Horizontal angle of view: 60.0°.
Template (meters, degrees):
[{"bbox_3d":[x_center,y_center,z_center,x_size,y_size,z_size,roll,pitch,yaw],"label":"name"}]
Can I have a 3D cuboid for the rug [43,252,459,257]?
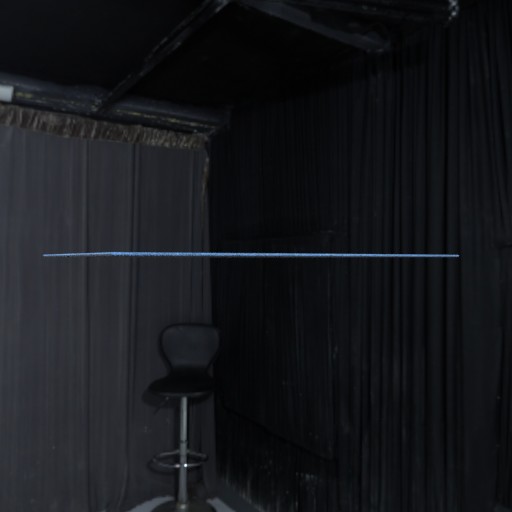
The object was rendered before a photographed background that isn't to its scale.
[{"bbox_3d":[0.000,0.000,3.060,2.441,0.015,1.526,0,0,-35],"label":"rug"}]
